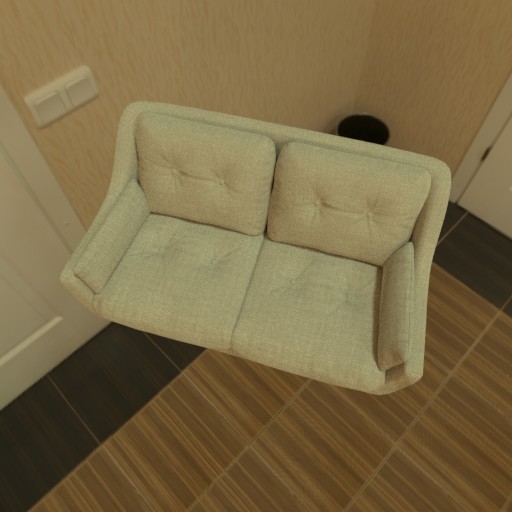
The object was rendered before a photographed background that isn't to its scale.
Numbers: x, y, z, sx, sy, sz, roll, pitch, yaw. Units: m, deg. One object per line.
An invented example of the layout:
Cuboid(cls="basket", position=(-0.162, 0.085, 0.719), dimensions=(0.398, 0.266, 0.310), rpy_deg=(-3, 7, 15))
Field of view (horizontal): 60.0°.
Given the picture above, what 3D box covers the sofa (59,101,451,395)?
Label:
Cuboid(cls="sofa", position=(0.000, 0.000, 2.210), dimensions=(1.652, 0.888, 0.965), rpy_deg=(14, 60, 8))
